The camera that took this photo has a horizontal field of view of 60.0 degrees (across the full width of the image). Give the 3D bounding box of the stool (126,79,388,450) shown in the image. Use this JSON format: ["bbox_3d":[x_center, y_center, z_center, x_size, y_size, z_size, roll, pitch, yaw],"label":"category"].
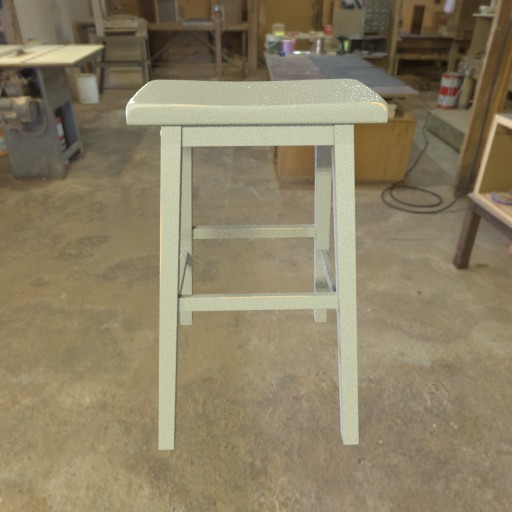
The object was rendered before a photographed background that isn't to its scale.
[{"bbox_3d":[0.000,0.000,1.031,0.457,0.737,0.476,-1,31,-2],"label":"stool"}]
